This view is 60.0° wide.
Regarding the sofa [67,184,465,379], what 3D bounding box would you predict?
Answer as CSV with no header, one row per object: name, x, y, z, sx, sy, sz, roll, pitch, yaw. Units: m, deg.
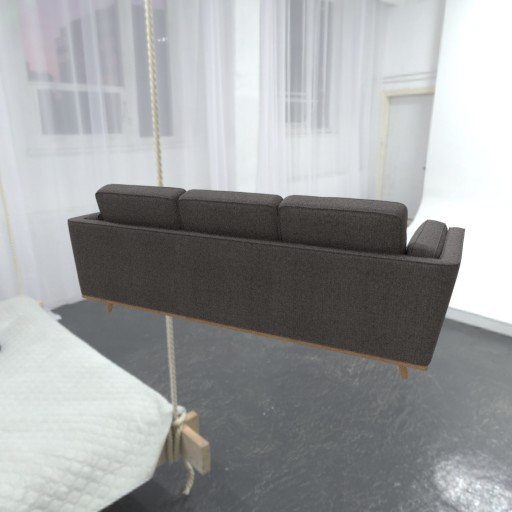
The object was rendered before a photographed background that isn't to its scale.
sofa,0.000,0.000,2.824,2.362,0.899,0.903,7,17,25
